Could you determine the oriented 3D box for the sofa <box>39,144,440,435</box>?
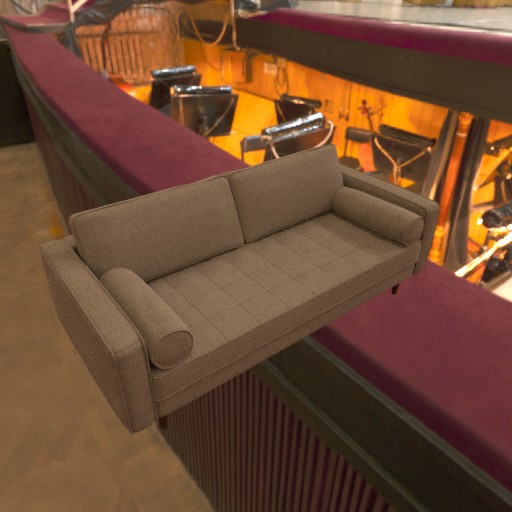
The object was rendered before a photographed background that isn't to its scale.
[{"bbox_3d":[0.000,0.000,2.307,1.879,0.762,0.914,-22,39,-31],"label":"sofa"}]
